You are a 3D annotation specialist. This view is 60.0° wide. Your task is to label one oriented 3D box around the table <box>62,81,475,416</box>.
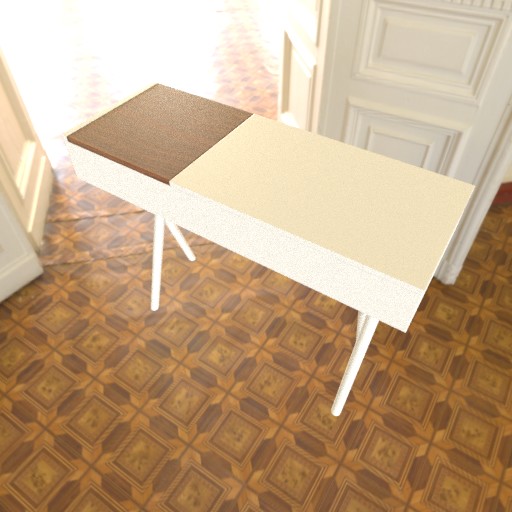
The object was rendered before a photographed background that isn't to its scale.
[{"bbox_3d":[0.000,0.000,1.486,1.066,0.785,0.418,25,52,22],"label":"table"}]
